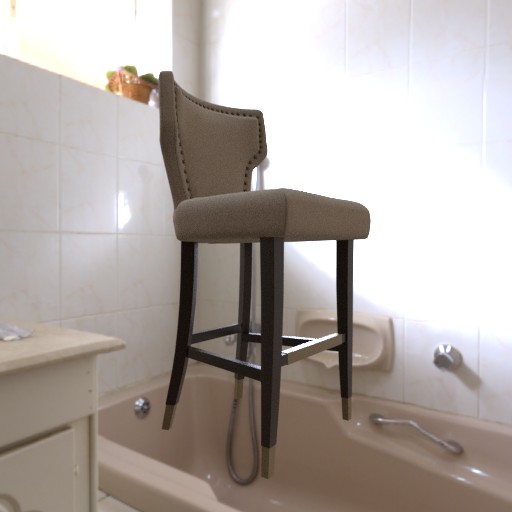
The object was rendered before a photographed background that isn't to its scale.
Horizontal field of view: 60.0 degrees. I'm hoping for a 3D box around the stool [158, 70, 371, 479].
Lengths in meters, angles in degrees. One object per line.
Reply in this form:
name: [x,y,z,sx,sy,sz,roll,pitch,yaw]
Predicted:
stool: [0.000,0.000,1.404,0.563,1.092,0.526,1,1,37]
